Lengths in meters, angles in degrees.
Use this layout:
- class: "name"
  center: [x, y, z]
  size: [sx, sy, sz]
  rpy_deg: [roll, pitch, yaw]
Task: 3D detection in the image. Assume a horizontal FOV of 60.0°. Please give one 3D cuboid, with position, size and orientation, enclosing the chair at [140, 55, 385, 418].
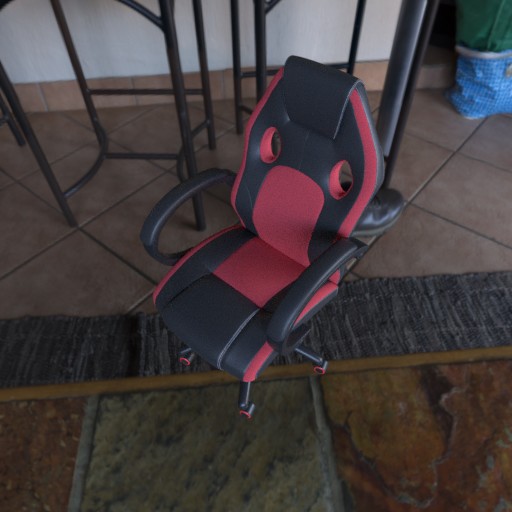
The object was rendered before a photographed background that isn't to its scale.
- class: "chair"
  center: [0.000, 0.000, 1.621]
  size: [0.673, 1.187, 0.724]
  rpy_deg: [33, 55, 27]
